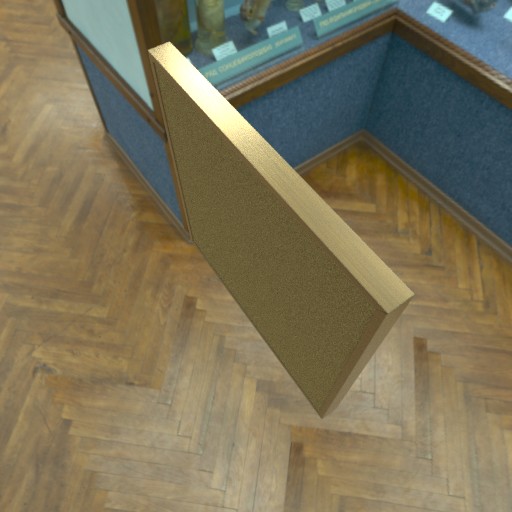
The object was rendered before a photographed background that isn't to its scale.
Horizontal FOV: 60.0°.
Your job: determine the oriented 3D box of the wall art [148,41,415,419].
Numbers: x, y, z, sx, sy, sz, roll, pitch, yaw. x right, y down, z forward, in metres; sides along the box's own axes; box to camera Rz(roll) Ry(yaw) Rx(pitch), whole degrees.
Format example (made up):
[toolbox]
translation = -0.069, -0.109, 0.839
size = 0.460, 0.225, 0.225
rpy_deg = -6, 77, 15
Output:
[wall art]
translation = 0.000, 0.000, 0.759
size = 0.037, 0.505, 0.505
rpy_deg = -30, 63, -17
